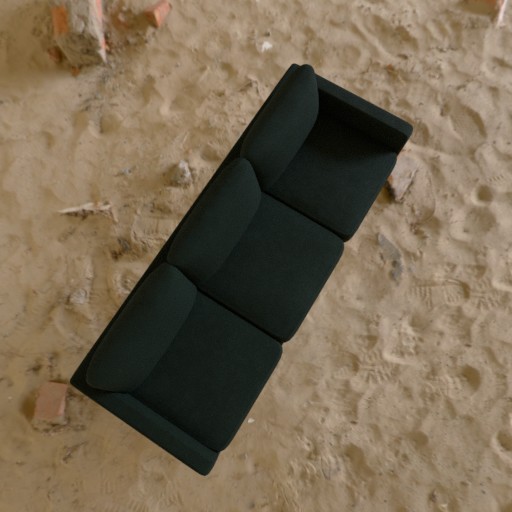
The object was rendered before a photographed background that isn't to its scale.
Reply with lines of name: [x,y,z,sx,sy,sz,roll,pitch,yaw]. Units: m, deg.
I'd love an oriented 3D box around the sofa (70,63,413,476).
sofa: [0.000,0.000,2.613,0.859,0.870,2.218,31,78,8]
